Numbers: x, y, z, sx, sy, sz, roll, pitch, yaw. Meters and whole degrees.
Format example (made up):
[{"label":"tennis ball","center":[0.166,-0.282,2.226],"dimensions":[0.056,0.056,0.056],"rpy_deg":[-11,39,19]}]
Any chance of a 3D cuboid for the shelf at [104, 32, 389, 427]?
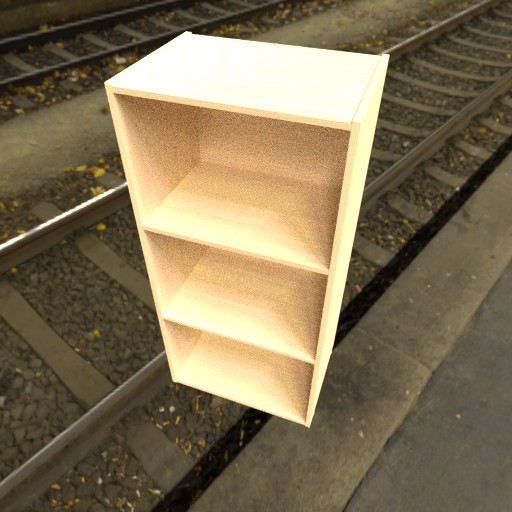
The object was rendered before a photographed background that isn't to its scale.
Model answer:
[{"label":"shelf","center":[0.000,0.000,1.058],"dimensions":[0.417,0.876,0.292],"rpy_deg":[14,44,15]}]
